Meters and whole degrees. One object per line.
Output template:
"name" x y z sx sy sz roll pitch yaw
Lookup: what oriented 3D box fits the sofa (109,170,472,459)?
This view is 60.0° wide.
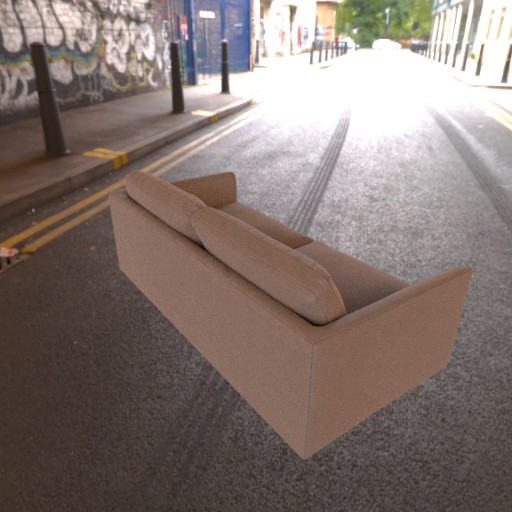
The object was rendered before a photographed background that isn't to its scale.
"sofa" 0.000 0.000 2.836 1.090 0.838 2.588 -18 31 -32
